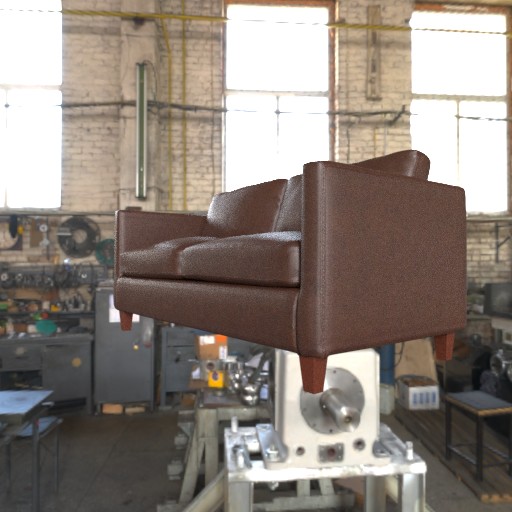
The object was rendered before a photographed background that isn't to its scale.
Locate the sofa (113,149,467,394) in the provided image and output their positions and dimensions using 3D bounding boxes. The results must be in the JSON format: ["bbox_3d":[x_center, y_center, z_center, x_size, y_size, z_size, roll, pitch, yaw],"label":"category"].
[{"bbox_3d":[0.000,0.000,2.407,0.951,0.933,1.883,1,-1,-37],"label":"sofa"}]
